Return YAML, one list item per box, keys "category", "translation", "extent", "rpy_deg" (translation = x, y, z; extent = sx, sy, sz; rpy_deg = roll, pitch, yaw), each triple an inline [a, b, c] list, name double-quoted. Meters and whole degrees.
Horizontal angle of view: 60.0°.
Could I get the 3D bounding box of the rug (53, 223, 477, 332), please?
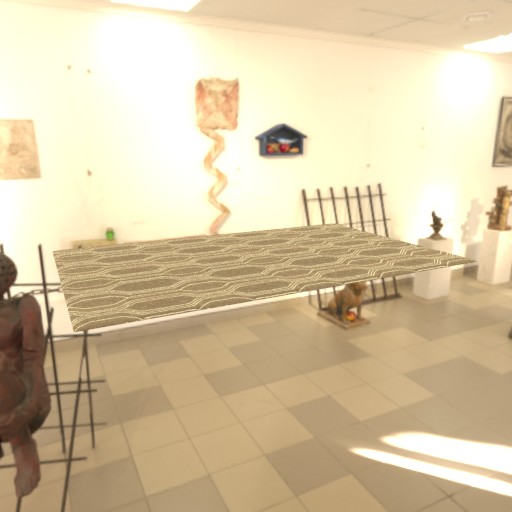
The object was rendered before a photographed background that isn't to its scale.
- category: "rug"
  translation: [0.000, 0.000, 3.019]
  extent: [2.457, 0.012, 1.541]
  rpy_deg: [-7, 16, -26]
